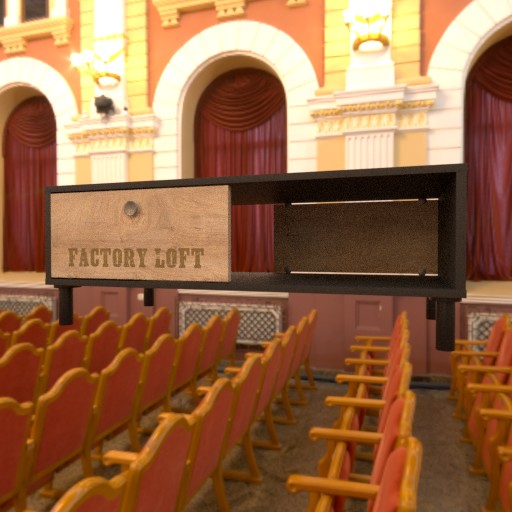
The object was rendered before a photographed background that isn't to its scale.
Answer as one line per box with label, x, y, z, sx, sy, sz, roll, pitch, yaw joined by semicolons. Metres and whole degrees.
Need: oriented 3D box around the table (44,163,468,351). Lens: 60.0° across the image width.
table;0.000;0.000;1.345;1.100;0.400;0.550;0;1;18
